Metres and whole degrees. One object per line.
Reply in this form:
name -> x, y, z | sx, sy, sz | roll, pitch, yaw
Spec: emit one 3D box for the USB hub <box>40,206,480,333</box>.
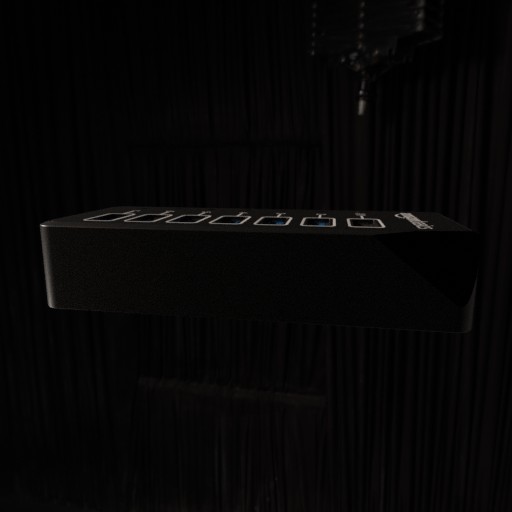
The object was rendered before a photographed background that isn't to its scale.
USB hub -> 0.000, 0.000, 0.129 | 0.110, 0.023, 0.044 | 2, 12, 10
